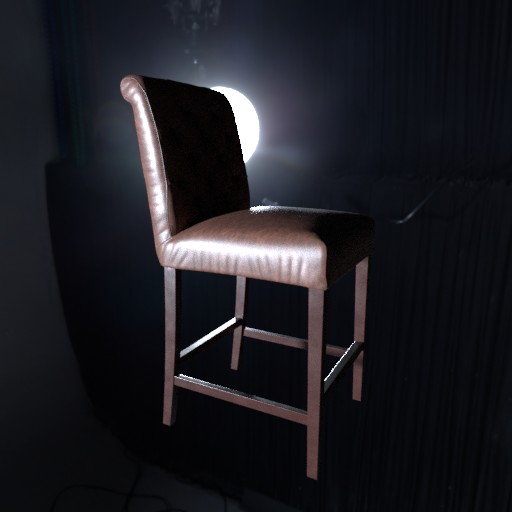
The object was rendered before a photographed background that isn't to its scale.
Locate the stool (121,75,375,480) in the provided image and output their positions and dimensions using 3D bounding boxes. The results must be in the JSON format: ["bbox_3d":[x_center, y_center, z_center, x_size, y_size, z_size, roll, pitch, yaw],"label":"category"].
[{"bbox_3d":[0.000,0.000,1.422,0.660,1.084,0.486,7,15,27],"label":"stool"}]
